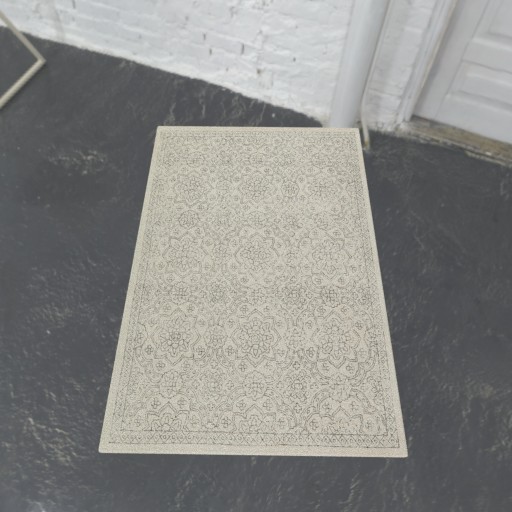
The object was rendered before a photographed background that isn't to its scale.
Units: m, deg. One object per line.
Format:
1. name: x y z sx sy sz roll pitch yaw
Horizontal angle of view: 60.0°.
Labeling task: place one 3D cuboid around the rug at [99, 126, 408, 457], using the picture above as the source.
1. rug: 0.000 0.000 2.770 1.524 0.011 2.286 1 59 0
